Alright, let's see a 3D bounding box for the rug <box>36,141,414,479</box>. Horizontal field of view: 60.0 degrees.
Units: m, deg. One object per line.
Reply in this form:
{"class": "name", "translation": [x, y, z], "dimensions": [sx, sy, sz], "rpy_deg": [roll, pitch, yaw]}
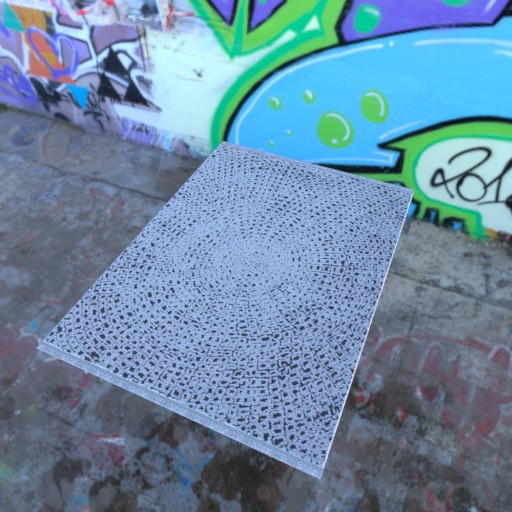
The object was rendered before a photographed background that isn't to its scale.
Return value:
{"class": "rug", "translation": [0.000, 0.000, 2.112], "dimensions": [1.190, 0.003, 1.634], "rpy_deg": [18, 50, 16]}
